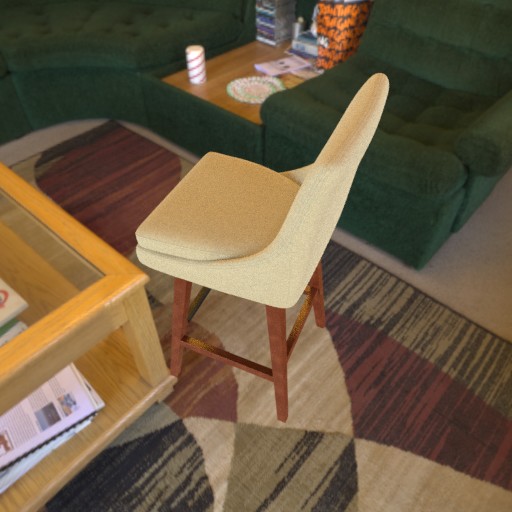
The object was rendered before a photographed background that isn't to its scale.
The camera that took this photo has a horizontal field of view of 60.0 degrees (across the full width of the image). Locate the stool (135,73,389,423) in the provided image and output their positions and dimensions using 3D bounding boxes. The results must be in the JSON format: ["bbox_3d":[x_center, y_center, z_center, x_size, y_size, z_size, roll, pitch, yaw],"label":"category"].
[{"bbox_3d":[0.000,0.000,1.397,0.559,1.092,0.470,18,49,16],"label":"stool"}]
